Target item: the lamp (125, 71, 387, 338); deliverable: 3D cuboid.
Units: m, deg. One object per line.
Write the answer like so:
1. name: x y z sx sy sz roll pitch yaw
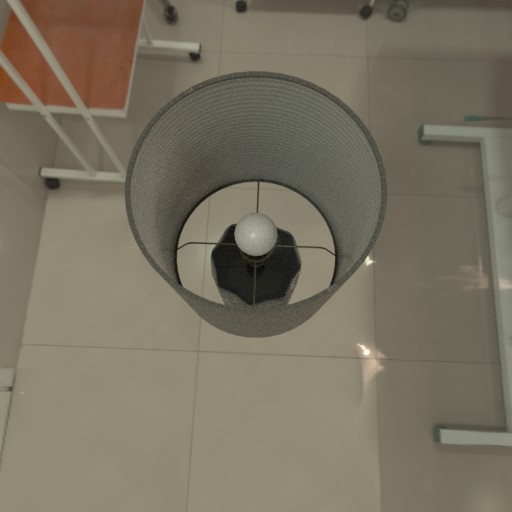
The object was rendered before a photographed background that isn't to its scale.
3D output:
1. lamp: 0.000 0.000 0.727 0.269 0.566 0.268 2 75 1
